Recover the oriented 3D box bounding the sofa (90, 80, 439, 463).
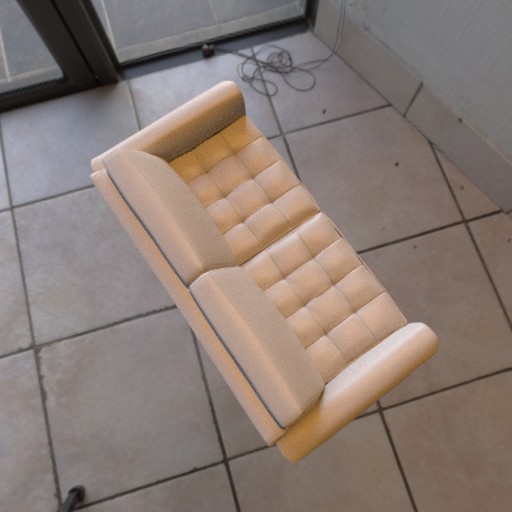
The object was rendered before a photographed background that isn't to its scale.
[{"bbox_3d":[0.000,0.000,2.759,1.121,0.930,2.177,-34,78,-8],"label":"sofa"}]
